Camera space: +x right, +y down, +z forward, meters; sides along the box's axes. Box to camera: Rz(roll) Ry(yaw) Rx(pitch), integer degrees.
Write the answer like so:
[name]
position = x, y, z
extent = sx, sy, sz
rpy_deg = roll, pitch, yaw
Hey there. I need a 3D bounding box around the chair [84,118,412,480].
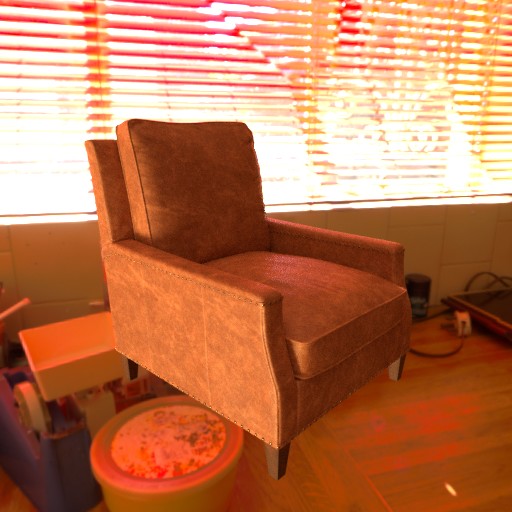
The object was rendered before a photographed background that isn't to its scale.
[chair]
position = 0.000, 0.000, 1.768
extent = 1.035, 1.054, 0.854
rpy_deg = 14, 20, 42
